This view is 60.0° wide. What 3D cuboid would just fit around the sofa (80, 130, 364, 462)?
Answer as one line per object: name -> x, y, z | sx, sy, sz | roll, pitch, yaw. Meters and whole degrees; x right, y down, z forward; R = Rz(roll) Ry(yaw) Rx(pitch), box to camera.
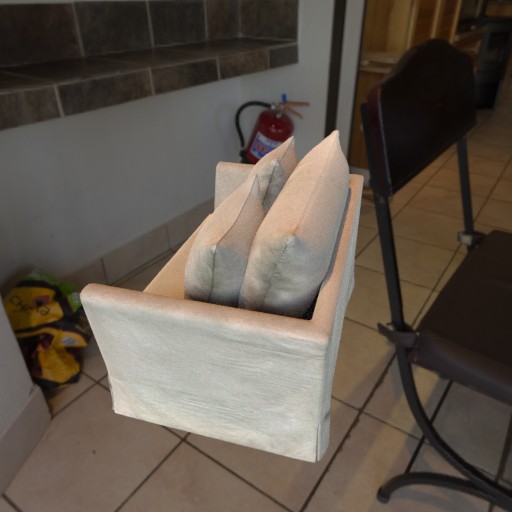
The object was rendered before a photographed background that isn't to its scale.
sofa -> 0.000, 0.000, 2.353 | 1.035, 1.040, 1.608 | 8, 32, 14
